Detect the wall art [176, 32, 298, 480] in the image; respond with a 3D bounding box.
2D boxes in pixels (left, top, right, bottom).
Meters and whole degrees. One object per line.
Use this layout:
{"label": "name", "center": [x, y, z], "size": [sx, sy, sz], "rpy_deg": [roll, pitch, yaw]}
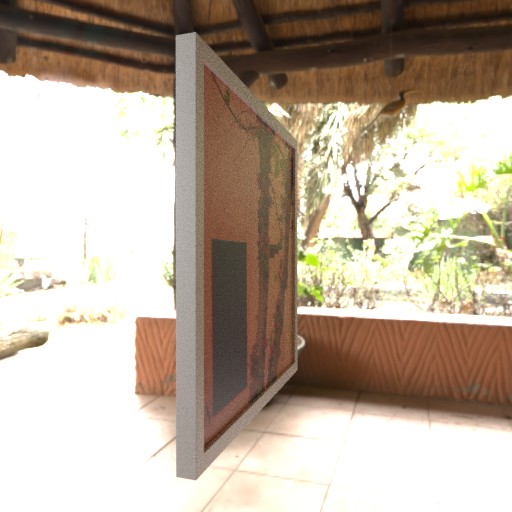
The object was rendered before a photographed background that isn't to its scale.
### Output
{"label": "wall art", "center": [0.000, 0.000, 1.121], "size": [0.038, 0.762, 0.762], "rpy_deg": [0, 0, 18]}
